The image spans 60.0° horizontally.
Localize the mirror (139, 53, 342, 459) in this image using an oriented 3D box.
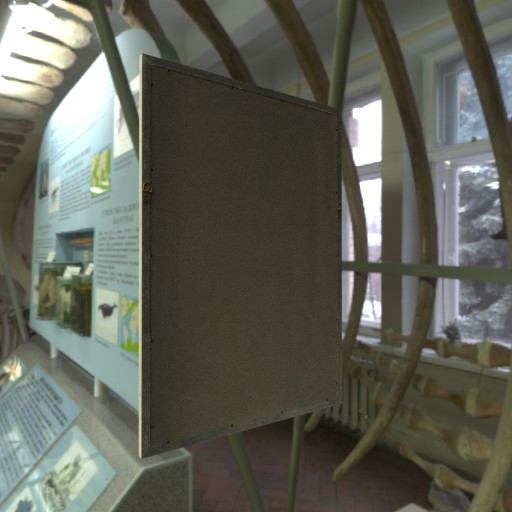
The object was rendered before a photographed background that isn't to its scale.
[{"bbox_3d":[0.000,0.000,1.301,0.705,0.996,0.025,0,0,-36],"label":"mirror"}]
